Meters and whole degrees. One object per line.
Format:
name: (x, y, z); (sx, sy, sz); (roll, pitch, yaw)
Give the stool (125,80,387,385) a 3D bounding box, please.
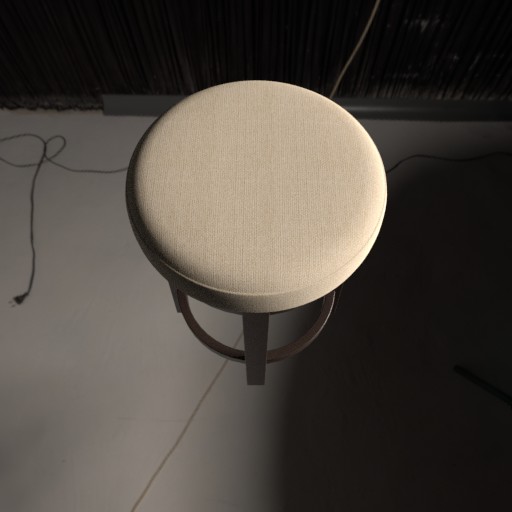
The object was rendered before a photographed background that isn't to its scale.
stool: (0.000, 0.000, 0.985); (0.449, 0.655, 0.449); (0, 64, 0)
